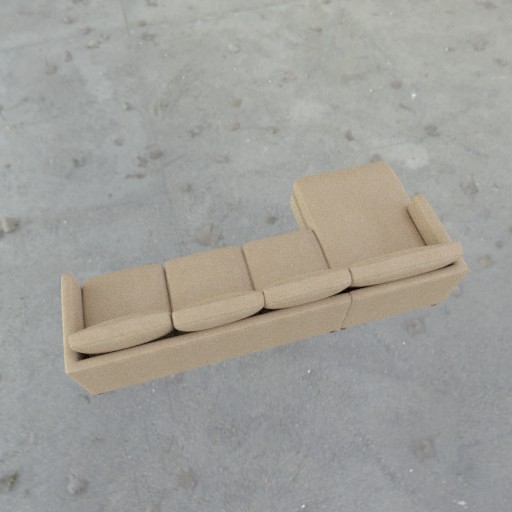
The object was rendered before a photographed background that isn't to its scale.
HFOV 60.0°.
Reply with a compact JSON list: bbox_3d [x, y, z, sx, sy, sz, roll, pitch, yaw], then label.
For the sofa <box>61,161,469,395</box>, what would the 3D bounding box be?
[{"bbox_3d":[0.000,0.000,3.902,3.201,0.876,1.502,-13,59,-8],"label":"sofa"}]
